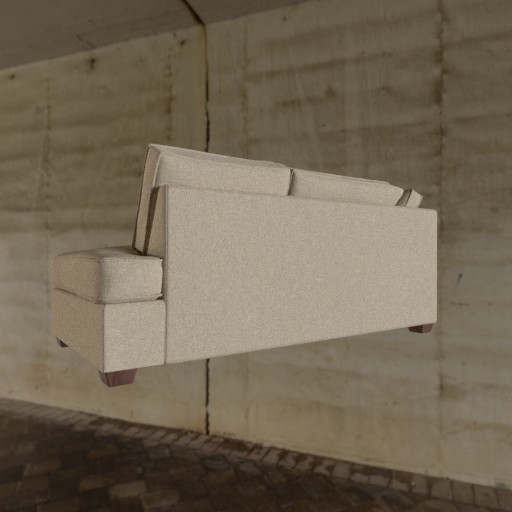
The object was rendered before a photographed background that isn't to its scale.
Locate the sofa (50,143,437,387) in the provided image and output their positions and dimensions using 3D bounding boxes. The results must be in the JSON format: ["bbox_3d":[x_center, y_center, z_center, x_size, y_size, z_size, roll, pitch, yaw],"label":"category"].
[{"bbox_3d":[0.000,0.000,2.783,2.237,1.033,1.110,0,1,-35],"label":"sofa"}]
